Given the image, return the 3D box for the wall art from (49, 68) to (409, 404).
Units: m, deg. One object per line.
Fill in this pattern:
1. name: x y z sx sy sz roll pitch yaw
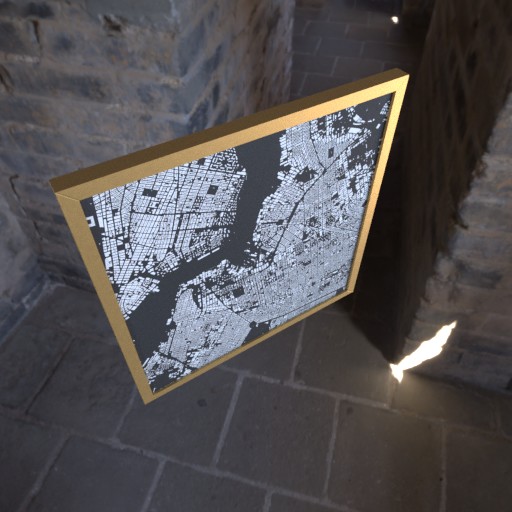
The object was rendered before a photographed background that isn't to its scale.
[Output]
1. wall art: 0.000 0.000 2.827 1.926 1.926 0.099 -25 52 -21
